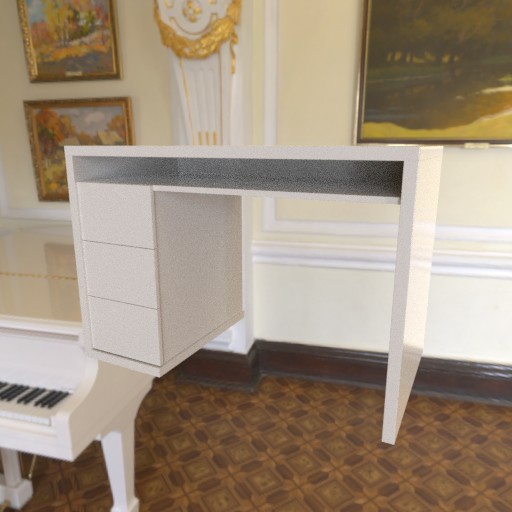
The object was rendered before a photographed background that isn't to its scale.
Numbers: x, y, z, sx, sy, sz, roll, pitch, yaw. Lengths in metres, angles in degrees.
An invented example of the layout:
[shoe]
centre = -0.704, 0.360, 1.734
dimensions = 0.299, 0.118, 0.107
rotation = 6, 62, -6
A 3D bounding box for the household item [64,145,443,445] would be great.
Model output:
[household item]
centre = 0.000, 0.000, 1.551
dimensions = 1.100, 0.749, 0.597
rotation = 7, 16, 26
